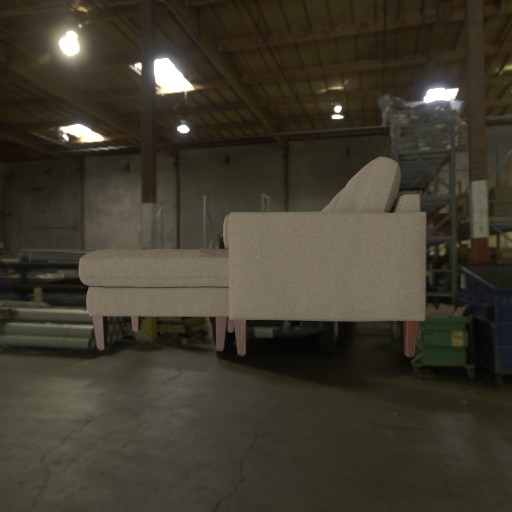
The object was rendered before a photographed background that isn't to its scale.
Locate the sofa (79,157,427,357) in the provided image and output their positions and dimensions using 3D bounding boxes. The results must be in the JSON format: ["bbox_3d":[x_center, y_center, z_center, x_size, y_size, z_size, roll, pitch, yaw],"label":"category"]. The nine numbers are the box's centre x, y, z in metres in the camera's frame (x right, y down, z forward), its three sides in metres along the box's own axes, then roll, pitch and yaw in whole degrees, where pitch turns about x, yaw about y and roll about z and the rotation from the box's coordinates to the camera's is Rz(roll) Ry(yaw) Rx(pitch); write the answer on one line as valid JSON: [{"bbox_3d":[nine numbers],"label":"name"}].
[{"bbox_3d":[0.000,0.000,2.942,1.506,0.875,2.178,0,-1,2],"label":"sofa"}]
